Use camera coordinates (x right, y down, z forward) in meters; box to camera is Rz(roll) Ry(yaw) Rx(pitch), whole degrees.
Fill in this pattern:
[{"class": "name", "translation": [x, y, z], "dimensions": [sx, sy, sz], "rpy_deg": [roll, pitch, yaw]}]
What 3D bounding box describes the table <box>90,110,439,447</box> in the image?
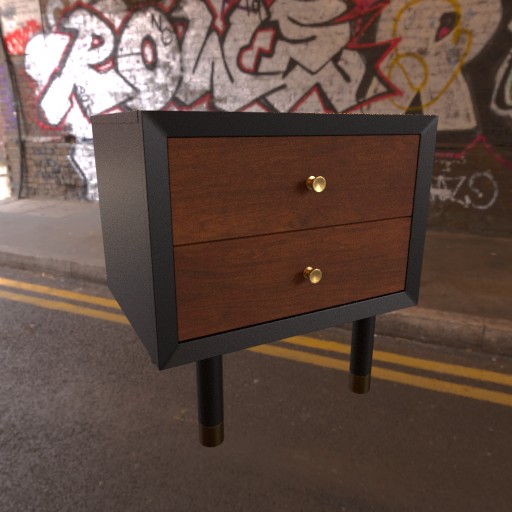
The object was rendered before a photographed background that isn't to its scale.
[{"class": "table", "translation": [0.000, 0.000, 0.964], "dimensions": [0.564, 0.584, 0.441], "rpy_deg": [-9, 18, -27]}]
